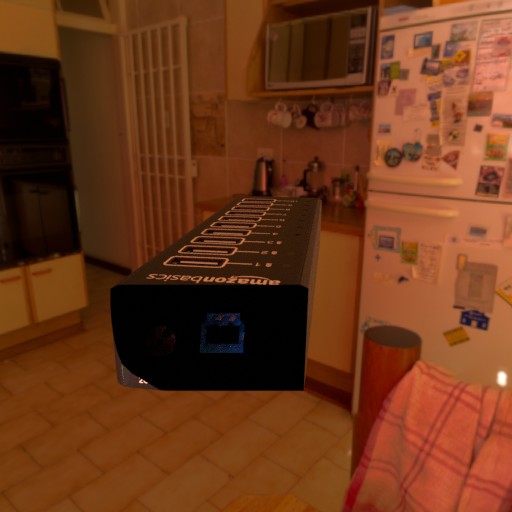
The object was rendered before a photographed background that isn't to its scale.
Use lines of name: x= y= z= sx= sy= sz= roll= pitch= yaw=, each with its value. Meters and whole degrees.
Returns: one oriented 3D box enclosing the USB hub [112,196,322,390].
USB hub: x=0.000 y=0.000 z=0.164 sx=0.044 sy=0.023 sz=0.145 roll=3 pitch=16 yaw=9
